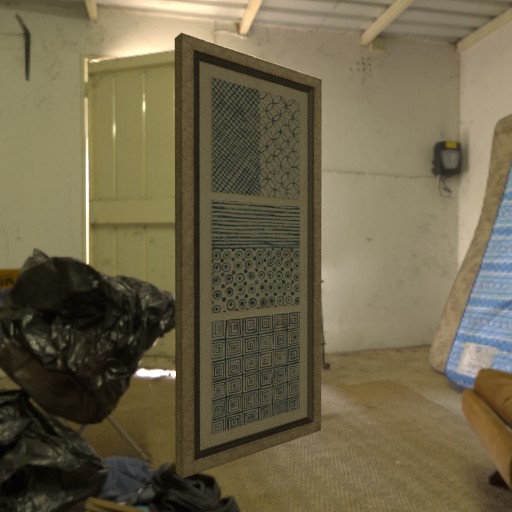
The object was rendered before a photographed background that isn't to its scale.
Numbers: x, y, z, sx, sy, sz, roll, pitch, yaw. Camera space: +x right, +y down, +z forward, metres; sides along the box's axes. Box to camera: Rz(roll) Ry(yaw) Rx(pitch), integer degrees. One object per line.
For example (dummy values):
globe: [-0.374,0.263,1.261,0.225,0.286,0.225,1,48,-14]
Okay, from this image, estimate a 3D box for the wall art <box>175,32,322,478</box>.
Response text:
wall art: [0.000,0.000,1.667,0.648,1.461,0.051,0,1,-37]
